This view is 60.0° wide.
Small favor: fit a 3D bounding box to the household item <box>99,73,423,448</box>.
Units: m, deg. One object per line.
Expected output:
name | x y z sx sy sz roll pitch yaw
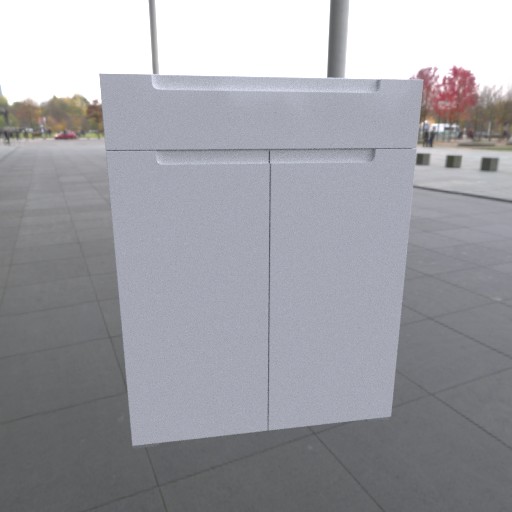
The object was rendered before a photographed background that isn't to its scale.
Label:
household item | 0.000 0.000 1.392 0.790 1.010 0.420 -3 16 -9
